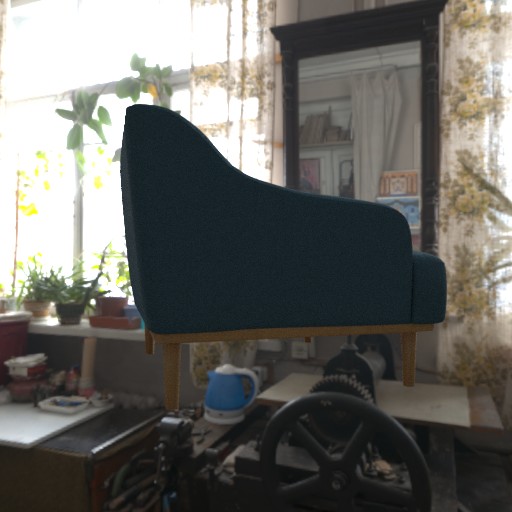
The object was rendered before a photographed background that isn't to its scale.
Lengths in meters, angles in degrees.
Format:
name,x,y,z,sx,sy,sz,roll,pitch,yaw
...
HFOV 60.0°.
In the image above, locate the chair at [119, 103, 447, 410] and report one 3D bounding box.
name,x,y,z,sx,sy,sz,roll,pitch,yaw
chair,0.000,0.000,1.636,0.951,0.818,0.946,0,0,-18
